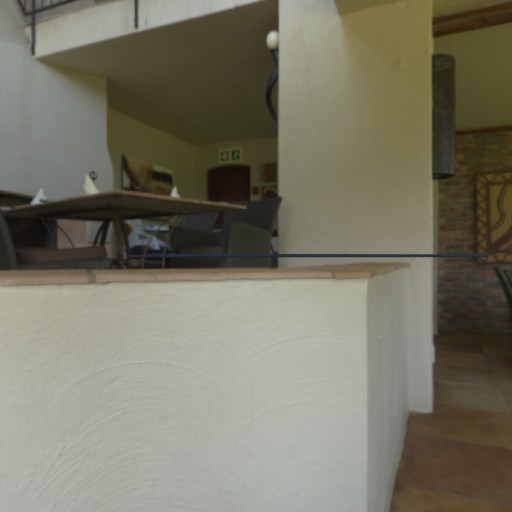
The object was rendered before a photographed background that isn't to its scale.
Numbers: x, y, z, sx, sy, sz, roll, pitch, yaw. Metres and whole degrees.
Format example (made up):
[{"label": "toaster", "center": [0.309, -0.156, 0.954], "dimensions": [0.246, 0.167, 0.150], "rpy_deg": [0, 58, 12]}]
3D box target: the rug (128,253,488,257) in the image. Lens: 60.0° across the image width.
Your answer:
[{"label": "rug", "center": [0.000, 0.000, 2.908], "dimensions": [1.526, 0.014, 2.290], "rpy_deg": [0, 0, -19]}]
